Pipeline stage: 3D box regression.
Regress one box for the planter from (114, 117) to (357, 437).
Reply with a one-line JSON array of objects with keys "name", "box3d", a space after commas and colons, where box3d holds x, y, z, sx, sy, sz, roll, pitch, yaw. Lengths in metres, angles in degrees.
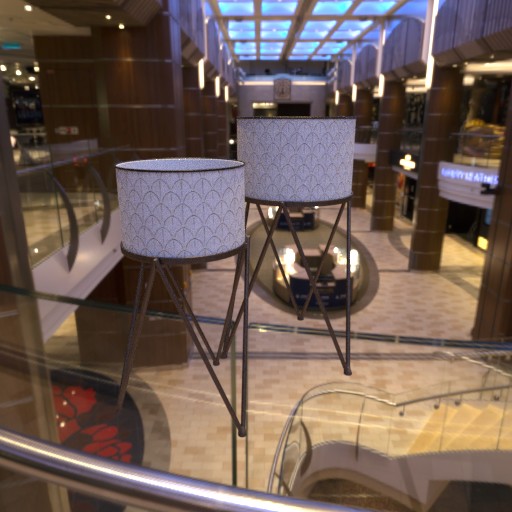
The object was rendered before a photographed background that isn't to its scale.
[{"name": "planter", "box3d": [0.000, 0.000, 1.188, 0.413, 0.712, 0.769, 16, 23, 42]}]
